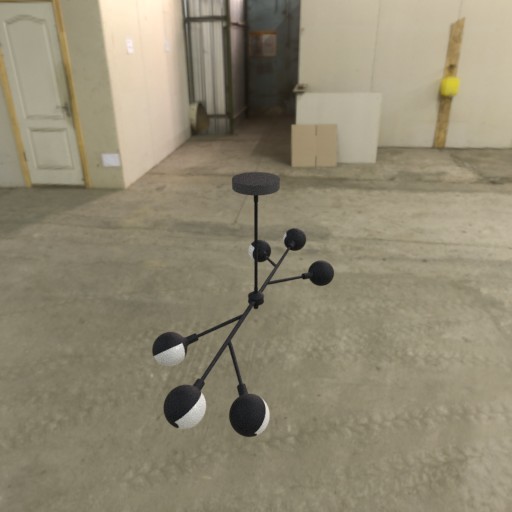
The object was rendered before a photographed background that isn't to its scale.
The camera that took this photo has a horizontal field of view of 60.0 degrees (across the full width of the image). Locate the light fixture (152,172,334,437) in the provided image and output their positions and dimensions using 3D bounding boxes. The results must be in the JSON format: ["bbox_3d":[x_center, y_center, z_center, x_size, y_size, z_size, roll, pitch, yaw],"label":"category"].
[{"bbox_3d":[0.000,0.000,1.009,0.434,0.362,0.778,17,31,31],"label":"light fixture"}]
